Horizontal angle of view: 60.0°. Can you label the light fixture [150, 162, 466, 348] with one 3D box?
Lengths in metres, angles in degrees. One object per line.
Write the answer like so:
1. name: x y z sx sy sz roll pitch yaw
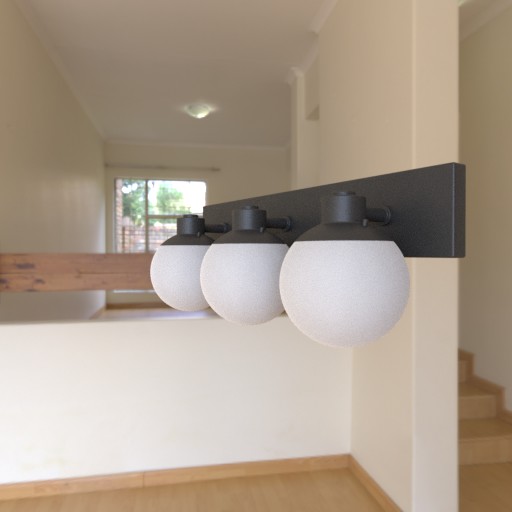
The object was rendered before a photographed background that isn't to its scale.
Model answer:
1. light fixture: 0.000 0.000 0.858 0.218 0.263 0.721 0 1 -35
